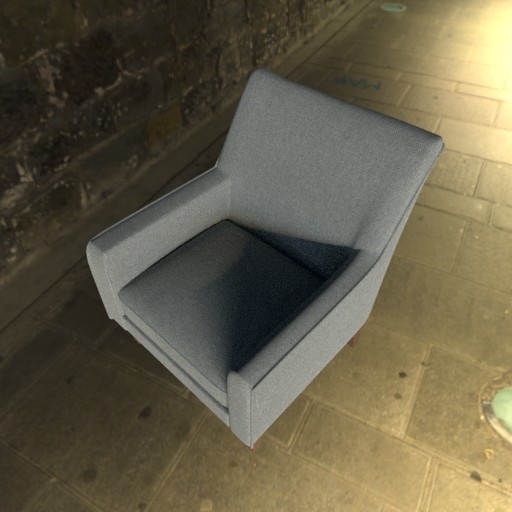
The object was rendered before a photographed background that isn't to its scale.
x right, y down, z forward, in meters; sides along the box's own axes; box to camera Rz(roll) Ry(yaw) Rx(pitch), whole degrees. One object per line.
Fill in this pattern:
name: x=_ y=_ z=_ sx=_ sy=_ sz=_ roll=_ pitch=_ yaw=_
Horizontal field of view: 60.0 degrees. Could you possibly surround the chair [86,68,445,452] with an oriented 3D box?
chair: x=0.000 y=0.000 z=1.612 sx=0.780 sy=0.919 sz=0.899 roll=34 pitch=54 yaw=29
